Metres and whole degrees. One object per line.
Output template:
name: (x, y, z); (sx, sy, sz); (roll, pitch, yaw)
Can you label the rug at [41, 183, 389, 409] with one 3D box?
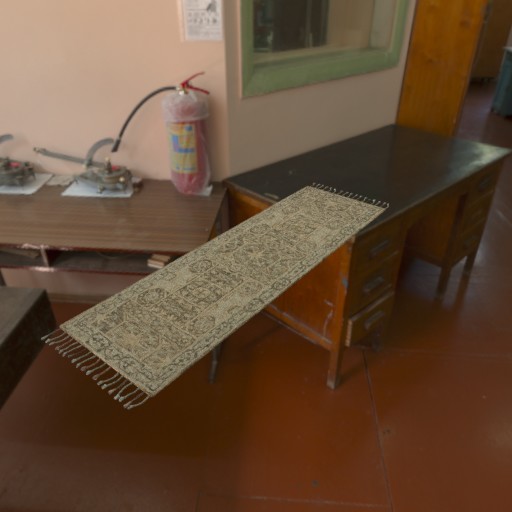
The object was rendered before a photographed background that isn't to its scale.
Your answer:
rug: (0.000, 0.000, 2.990); (0.762, 0.011, 2.664); (23, 39, 32)
